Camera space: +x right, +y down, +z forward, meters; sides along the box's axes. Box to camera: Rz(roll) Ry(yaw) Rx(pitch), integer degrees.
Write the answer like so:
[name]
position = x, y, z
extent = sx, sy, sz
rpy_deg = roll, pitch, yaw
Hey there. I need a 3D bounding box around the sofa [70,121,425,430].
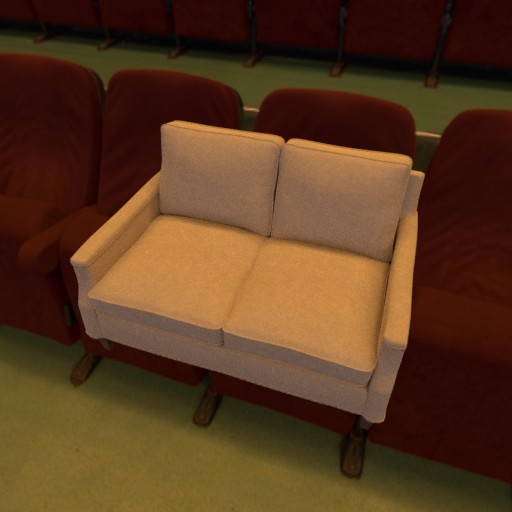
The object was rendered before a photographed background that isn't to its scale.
[sofa]
position = 0.000, 0.000, 2.350
extent = 1.597, 1.002, 1.084
rpy_deg = 13, 43, 14
